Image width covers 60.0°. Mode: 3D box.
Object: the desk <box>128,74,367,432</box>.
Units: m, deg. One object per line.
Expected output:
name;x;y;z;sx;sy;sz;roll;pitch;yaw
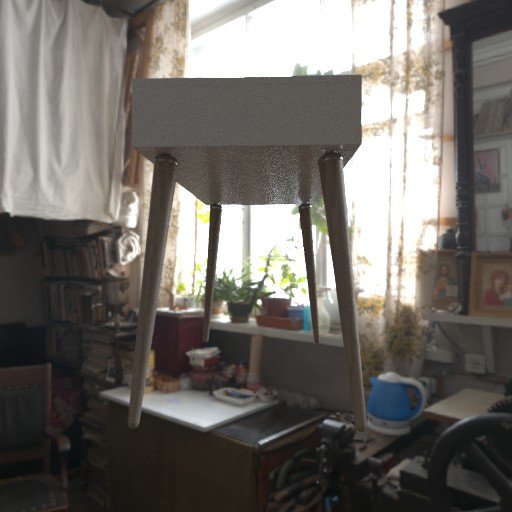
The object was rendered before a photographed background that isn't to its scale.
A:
desk;0.000;0.000;1.390;0.491;0.723;0.979;0;-1;2
